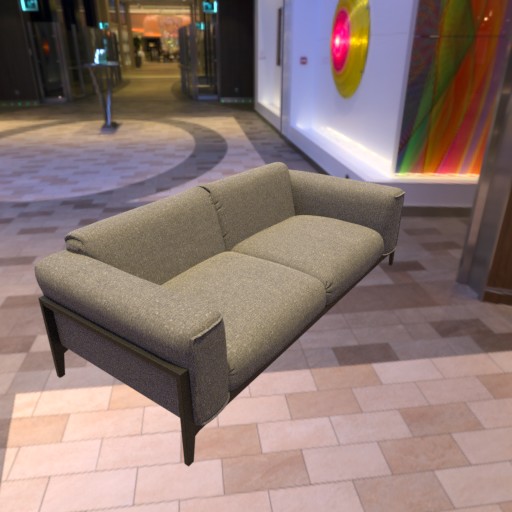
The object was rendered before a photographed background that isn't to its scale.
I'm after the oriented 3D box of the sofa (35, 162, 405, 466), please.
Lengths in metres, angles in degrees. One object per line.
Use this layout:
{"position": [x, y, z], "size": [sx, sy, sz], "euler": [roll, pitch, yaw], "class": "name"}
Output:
{"position": [0.000, 0.000, 2.538], "size": [0.985, 0.703, 2.125], "euler": [17, 30, 32], "class": "sofa"}
